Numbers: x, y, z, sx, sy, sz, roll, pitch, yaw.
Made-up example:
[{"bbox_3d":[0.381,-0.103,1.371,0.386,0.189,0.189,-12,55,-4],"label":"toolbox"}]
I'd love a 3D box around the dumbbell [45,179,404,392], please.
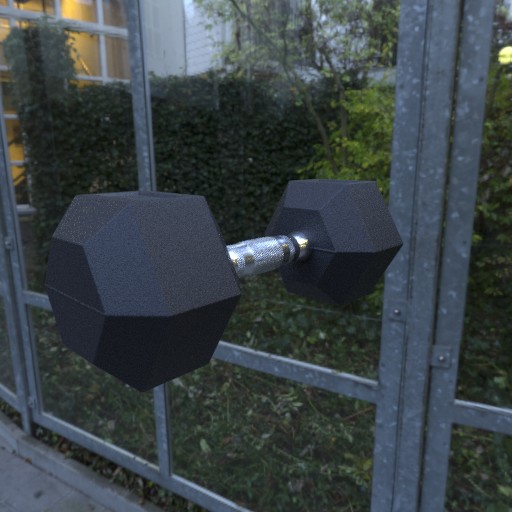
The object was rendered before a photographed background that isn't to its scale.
[{"bbox_3d":[0.000,0.000,0.398,0.142,0.123,0.337,12,18,42],"label":"dumbbell"}]
